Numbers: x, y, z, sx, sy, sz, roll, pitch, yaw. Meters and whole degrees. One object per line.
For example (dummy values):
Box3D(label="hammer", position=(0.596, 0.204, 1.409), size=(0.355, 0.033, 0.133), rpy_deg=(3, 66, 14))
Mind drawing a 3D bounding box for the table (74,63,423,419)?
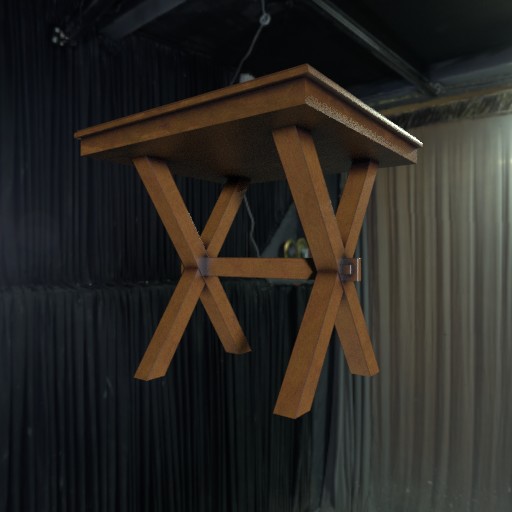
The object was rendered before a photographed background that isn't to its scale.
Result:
Box3D(label="table", position=(0.000, 0.000, 1.042), size=(0.602, 0.562, 0.560), rpy_deg=(0, 0, 37))
